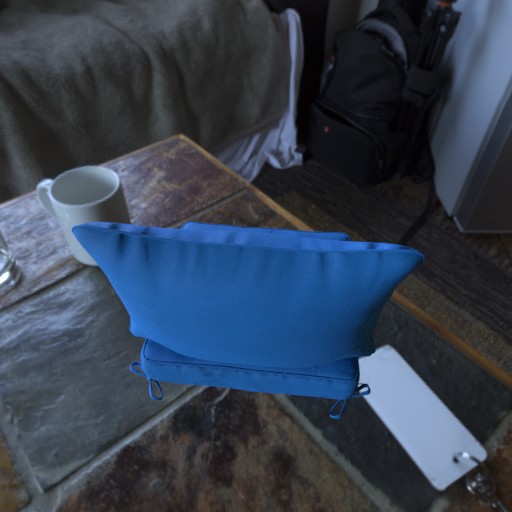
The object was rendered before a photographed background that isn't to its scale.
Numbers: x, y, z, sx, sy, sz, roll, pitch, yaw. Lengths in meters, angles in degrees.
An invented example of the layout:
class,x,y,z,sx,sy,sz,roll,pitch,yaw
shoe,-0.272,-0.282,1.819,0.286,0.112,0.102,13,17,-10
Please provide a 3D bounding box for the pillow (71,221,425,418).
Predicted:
class,x,y,z,sx,sy,sz,roll,pitch,yaw
pillow,0.000,0.000,1.393,0.798,0.725,0.733,4,47,4
